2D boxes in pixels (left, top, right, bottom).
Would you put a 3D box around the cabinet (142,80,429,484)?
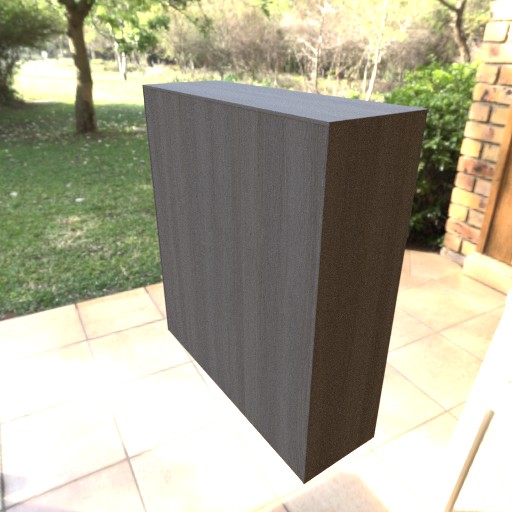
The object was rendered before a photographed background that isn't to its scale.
[{"bbox_3d":[0.000,0.000,2.985,0.620,2.060,1.870,-17,31,-31],"label":"cabinet"}]
